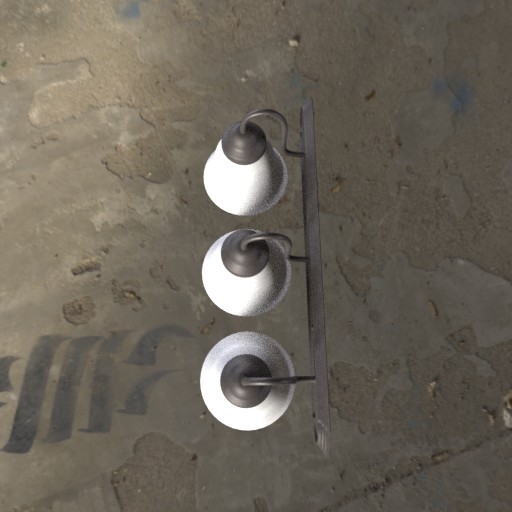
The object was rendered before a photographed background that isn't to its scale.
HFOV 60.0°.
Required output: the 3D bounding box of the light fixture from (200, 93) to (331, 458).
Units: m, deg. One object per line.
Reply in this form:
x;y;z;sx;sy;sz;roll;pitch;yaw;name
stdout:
0.000;0.000;0.711;0.199;0.222;0.610;-1;75;0;light fixture
